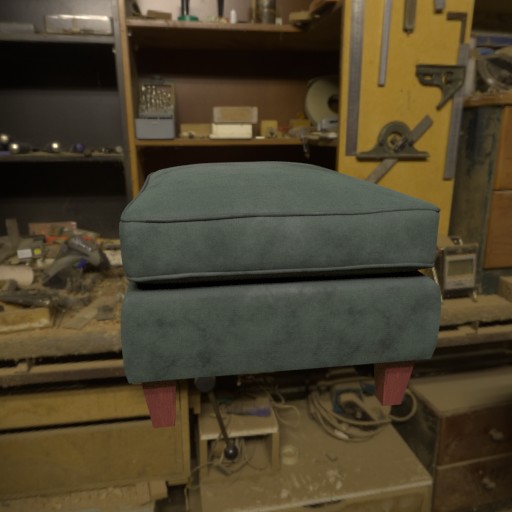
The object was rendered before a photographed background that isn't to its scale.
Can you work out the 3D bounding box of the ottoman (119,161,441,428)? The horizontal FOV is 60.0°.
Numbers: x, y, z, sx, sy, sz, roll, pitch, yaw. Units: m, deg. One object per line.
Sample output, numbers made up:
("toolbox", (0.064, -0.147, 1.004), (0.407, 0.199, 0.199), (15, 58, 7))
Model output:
("ottoman", (0.000, 0.000, 1.245), (0.632, 0.495, 0.864), (-2, 16, -8))
